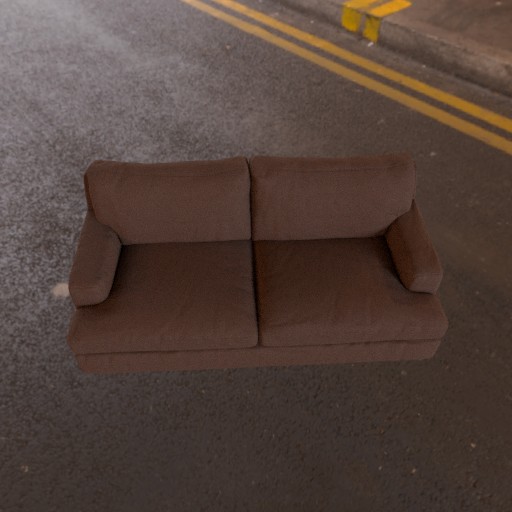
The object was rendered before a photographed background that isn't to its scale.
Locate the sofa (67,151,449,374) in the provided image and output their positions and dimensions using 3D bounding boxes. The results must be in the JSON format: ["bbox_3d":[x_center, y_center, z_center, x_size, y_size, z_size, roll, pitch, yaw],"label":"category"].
[{"bbox_3d":[0.000,0.000,2.857,2.274,0.950,1.140,-2,48,-2],"label":"sofa"}]
